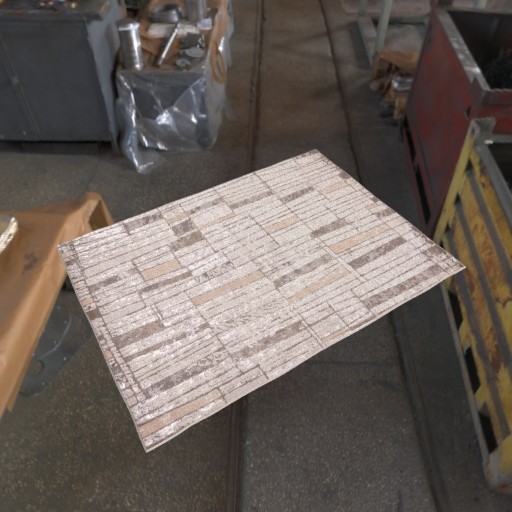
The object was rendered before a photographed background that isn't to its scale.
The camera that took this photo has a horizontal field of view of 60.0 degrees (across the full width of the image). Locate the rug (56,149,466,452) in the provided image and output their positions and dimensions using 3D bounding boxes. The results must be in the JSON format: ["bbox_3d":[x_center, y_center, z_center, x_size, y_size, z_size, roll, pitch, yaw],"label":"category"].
[{"bbox_3d":[0.000,0.000,4.458,3.357,0.019,2.449,-24,51,-21],"label":"rug"}]
